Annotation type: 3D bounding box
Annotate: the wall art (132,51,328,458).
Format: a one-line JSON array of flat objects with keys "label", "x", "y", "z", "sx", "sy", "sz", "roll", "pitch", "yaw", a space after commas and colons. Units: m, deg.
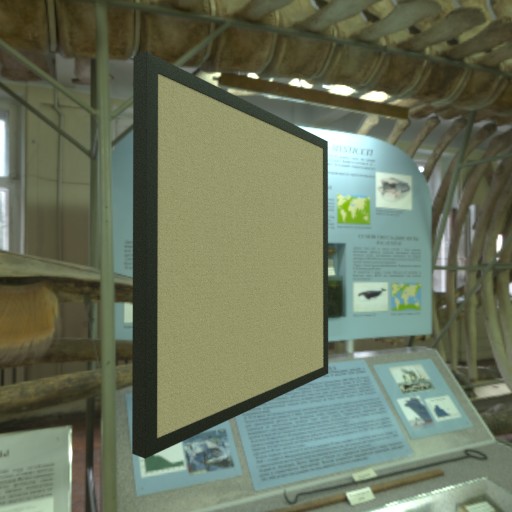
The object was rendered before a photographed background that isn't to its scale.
[{"label": "wall art", "x": 0.000, "y": 0.000, "z": 0.460, "sx": 0.015, "sy": 0.304, "sz": 0.306, "roll": 0, "pitch": -1, "yaw": 35}]
